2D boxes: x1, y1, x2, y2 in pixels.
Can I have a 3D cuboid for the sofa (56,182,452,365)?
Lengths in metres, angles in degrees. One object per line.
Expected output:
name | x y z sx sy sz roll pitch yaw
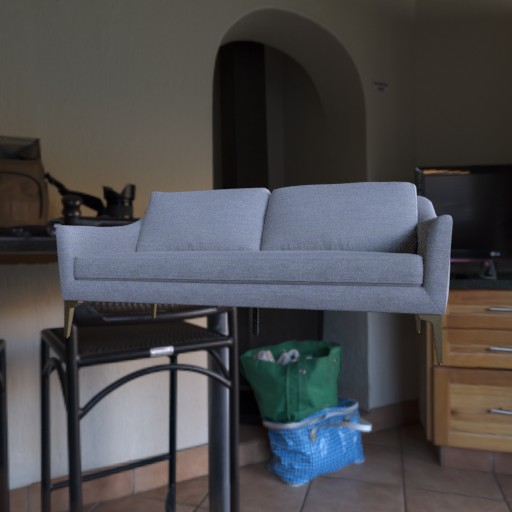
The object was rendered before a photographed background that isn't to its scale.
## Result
sofa | 0.000 0.000 2.579 2.036 0.913 0.980 0 0 19
